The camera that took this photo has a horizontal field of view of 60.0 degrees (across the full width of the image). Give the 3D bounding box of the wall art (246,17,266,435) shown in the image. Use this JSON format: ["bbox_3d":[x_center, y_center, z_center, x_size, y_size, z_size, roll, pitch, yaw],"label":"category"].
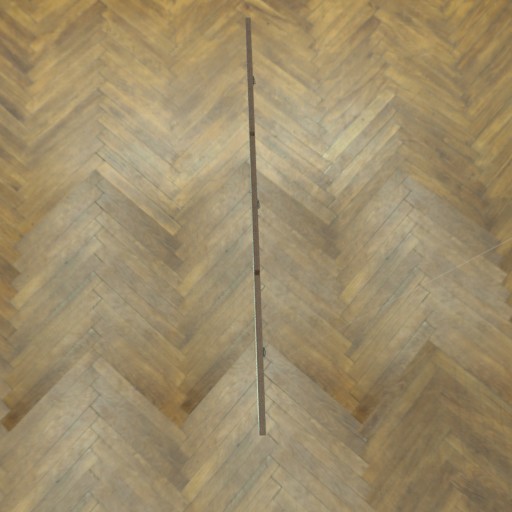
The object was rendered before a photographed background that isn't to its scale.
[{"bbox_3d":[0.000,0.000,1.350,0.018,0.904,0.906,-2,75,0],"label":"wall art"}]
